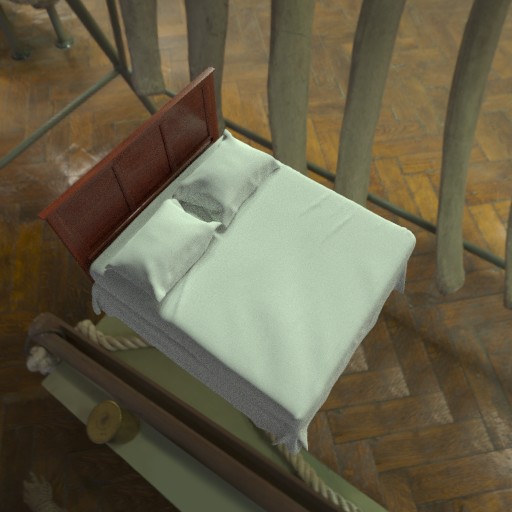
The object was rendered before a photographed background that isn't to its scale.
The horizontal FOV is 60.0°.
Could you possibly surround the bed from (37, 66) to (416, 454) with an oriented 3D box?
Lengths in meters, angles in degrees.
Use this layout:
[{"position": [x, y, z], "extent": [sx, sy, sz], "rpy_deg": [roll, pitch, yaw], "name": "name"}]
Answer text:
[{"position": [0.000, 0.000, 3.229], "extent": [2.050, 1.270, 1.870], "rpy_deg": [32, 66, 17], "name": "bed"}]
